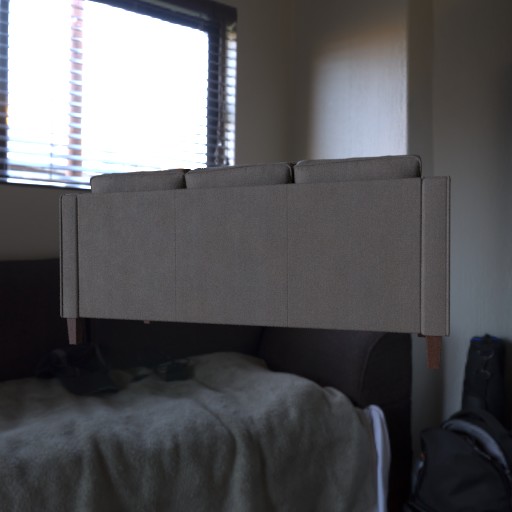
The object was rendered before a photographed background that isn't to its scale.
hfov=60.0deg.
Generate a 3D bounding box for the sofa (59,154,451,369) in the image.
[{"bbox_3d":[0.000,0.000,2.581,1.986,0.974,0.911,0,0,17],"label":"sofa"}]
